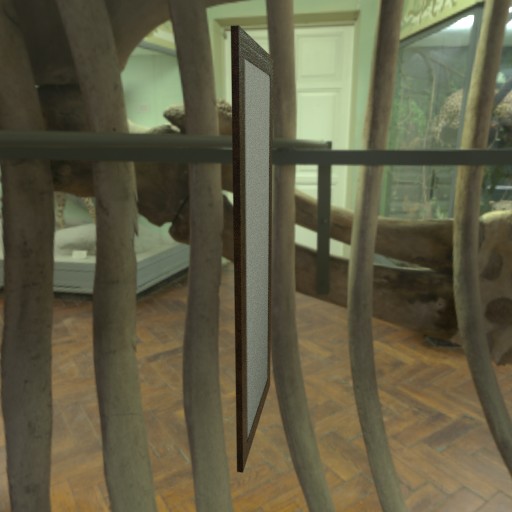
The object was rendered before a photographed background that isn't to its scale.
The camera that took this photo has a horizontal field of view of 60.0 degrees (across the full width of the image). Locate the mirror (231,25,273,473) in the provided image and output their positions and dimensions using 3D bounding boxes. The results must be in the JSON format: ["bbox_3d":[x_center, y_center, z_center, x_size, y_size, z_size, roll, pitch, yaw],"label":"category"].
[{"bbox_3d":[0.000,0.000,2.331,0.032,2.031,0.812,3,16,11],"label":"mirror"}]
